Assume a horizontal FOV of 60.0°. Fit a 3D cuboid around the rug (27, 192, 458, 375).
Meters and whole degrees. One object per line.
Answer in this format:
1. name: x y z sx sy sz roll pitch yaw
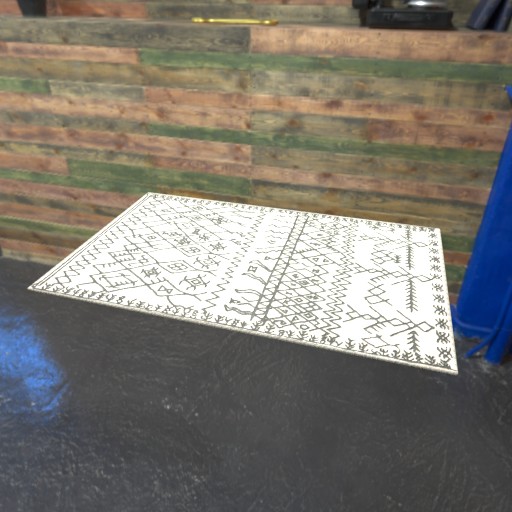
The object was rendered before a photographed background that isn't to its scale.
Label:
1. rug: 0.000 0.000 3.015 2.444 0.012 1.526 9 33 14
